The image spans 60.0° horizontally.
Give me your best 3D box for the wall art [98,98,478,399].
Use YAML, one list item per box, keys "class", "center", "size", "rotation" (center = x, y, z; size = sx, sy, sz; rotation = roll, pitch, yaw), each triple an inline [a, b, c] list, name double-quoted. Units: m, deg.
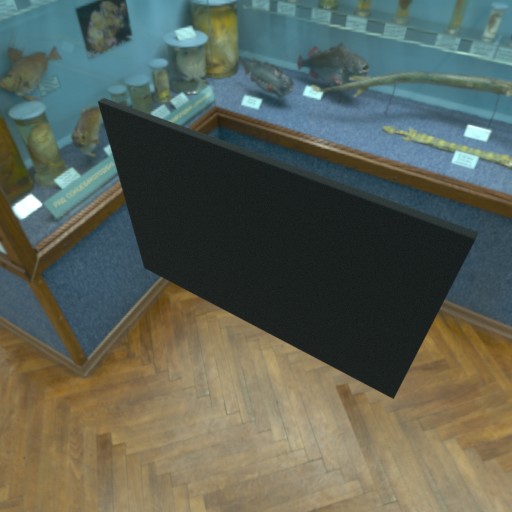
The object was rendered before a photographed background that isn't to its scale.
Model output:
- class: "wall art"
  center: [0.000, 0.000, 1.228]
  size: [0.958, 0.656, 0.026]
  rotation: [25, 52, 21]
